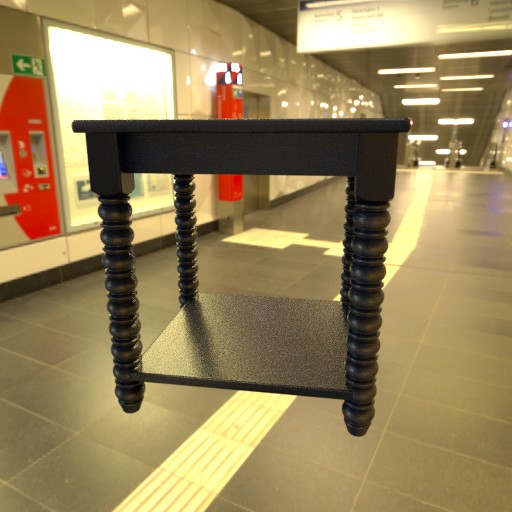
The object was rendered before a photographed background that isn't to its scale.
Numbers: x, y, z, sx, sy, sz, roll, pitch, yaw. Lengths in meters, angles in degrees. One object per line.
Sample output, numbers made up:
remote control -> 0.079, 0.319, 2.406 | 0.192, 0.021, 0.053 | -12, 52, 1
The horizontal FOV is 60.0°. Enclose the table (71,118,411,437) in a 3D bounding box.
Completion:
table -> 0.000, 0.000, 0.986 | 0.533, 0.567, 0.500 | 2, 15, 9
